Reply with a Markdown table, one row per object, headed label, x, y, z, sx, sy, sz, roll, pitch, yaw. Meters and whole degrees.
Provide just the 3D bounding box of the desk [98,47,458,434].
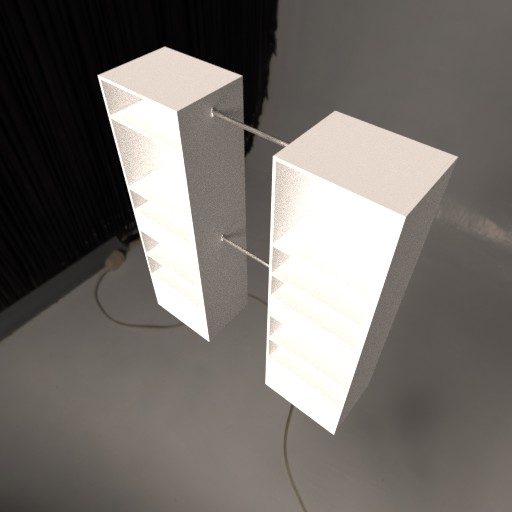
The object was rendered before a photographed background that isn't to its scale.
| label | x | y | z | sx | sy | sz | roll | pitch | yaw |
| --- | --- | --- | --- | --- | --- | --- | --- | --- | --- |
| desk | 0.000 | 0.000 | 2.821 | 1.770 | 2.000 | 0.480 | 31 | 54 | 26 |
